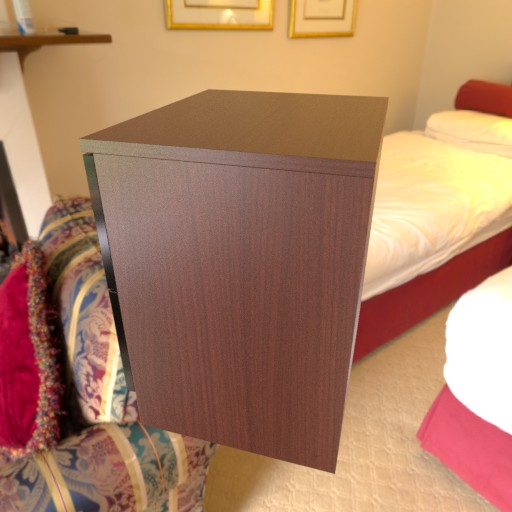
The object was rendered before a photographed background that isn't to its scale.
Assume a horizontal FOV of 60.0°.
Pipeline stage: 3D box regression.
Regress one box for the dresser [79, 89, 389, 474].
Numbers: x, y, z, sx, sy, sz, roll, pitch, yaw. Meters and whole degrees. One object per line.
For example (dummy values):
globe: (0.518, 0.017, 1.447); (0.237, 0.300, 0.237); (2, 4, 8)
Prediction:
dresser: (0.000, 0.000, 0.753); (0.360, 0.470, 0.400); (8, 30, 14)
